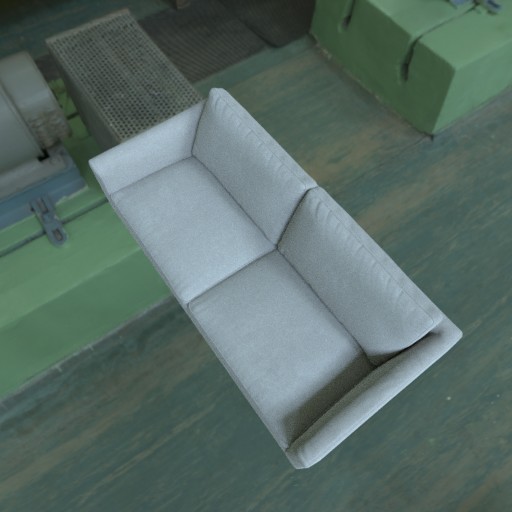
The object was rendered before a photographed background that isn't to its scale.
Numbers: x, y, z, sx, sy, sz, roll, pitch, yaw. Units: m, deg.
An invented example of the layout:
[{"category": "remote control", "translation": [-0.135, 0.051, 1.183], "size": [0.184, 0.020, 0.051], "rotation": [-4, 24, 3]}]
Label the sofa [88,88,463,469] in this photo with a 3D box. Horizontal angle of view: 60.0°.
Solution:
[{"category": "sofa", "translation": [0.000, 0.000, 2.790], "size": [1.090, 0.838, 2.588], "rotation": [-33, 67, -16]}]
